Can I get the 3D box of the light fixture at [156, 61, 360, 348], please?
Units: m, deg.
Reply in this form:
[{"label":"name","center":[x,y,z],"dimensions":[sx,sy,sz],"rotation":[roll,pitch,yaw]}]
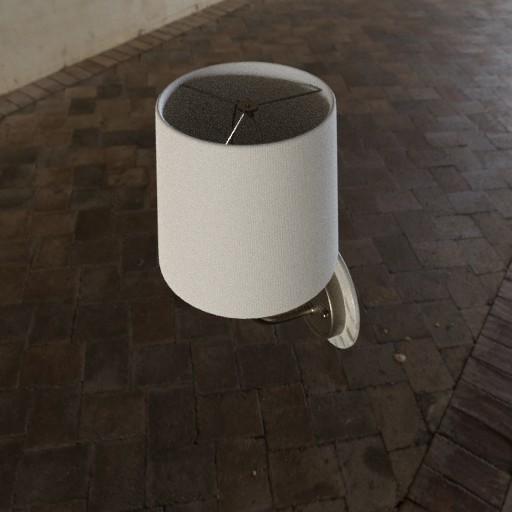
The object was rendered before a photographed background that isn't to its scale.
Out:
[{"label":"light fixture","center":[0.000,0.000,0.444],"dimensions":[0.188,0.337,0.168],"rotation":[-16,49,-15]}]
